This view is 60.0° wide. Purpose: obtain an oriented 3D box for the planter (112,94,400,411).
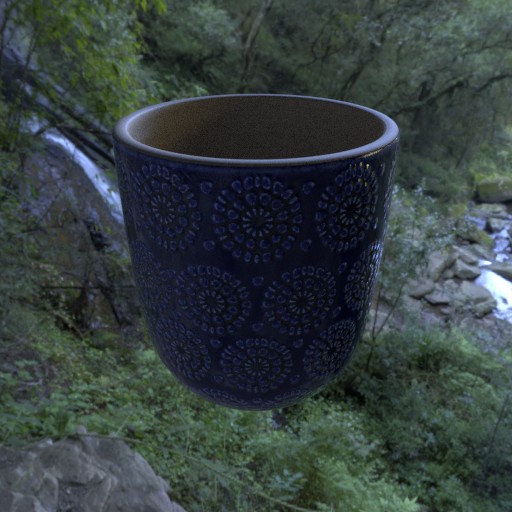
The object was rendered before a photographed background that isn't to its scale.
[{"bbox_3d":[0.000,0.000,0.340,0.184,0.206,0.184,0,30,0],"label":"planter"}]
